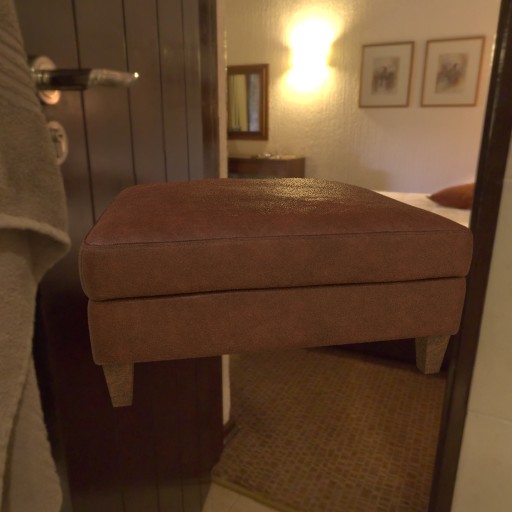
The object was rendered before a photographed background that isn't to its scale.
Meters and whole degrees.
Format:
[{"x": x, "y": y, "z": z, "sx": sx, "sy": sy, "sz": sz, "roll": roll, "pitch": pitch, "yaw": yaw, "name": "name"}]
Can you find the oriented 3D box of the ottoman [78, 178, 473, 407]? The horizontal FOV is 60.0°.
[{"x": 0.000, "y": 0.000, "z": 1.300, "sx": 0.844, "sy": 0.415, "sz": 0.836, "roll": -3, "pitch": 17, "yaw": -10, "name": "ottoman"}]
